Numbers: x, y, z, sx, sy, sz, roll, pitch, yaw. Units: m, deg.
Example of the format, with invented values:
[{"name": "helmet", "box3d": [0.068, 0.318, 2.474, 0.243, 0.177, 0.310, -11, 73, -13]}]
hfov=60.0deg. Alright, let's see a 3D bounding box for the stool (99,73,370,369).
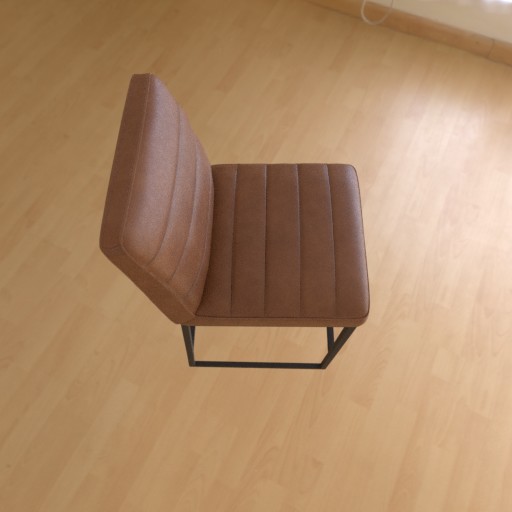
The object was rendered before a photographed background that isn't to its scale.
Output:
[{"name": "stool", "box3d": [0.000, 0.000, 1.260, 0.556, 0.940, 0.458, 1, 64, 1]}]
